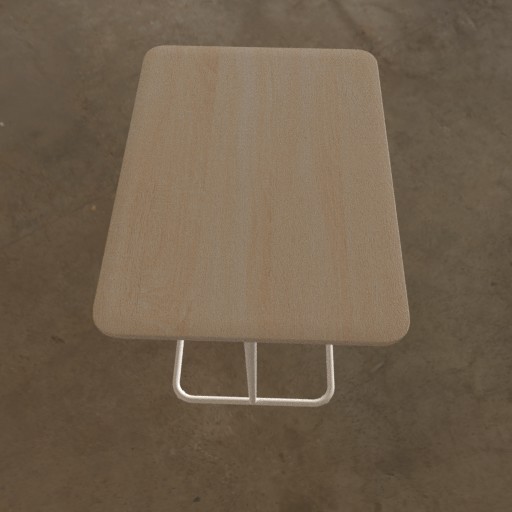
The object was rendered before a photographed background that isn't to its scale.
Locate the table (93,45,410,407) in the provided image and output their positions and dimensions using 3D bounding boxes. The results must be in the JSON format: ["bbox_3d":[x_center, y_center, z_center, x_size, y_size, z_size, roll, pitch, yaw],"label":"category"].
[{"bbox_3d":[0.000,0.000,0.856,0.370,0.550,0.480,2,64,1],"label":"table"}]
